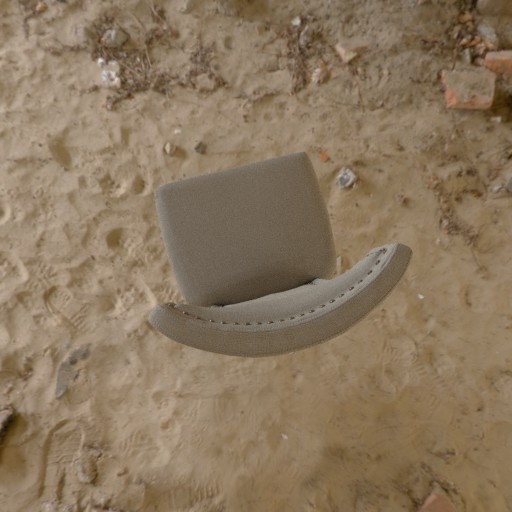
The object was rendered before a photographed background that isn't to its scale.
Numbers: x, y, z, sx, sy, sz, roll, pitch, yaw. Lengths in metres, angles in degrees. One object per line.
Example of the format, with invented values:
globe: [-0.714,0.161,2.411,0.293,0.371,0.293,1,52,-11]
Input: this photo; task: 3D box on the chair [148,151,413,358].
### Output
chair: [0.000,0.000,1.314,0.526,0.955,0.630,-14,75,-4]
